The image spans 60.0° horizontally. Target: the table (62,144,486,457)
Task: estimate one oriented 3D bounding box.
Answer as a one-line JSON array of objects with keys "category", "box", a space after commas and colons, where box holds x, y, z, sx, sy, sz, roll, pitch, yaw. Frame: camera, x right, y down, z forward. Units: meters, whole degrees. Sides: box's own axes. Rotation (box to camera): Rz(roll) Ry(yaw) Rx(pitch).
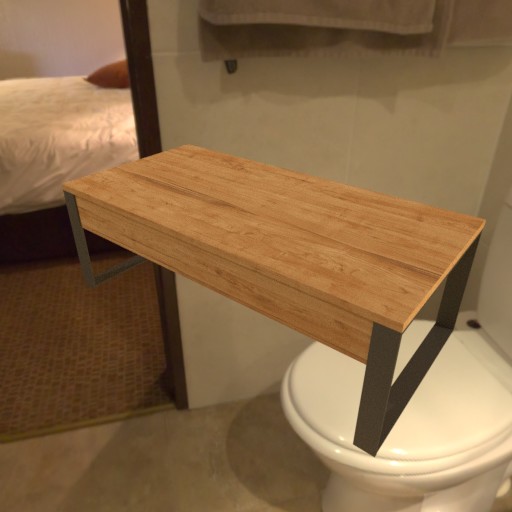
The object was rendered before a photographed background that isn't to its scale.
[{"category": "table", "box": [0.000, 0.000, 1.456, 1.180, 0.400, 0.590, 22, 37, 32]}]
